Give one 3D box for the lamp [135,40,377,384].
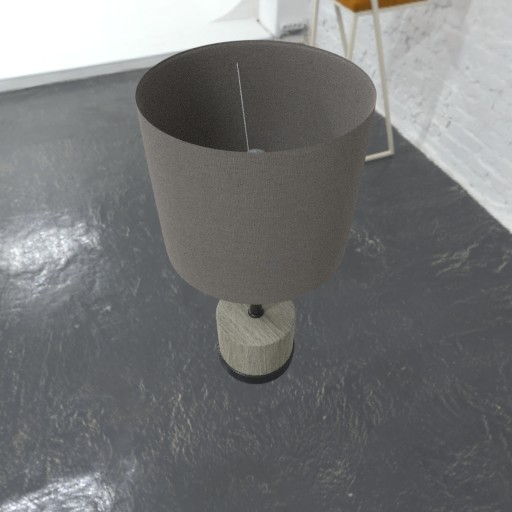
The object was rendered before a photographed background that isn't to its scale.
[{"bbox_3d":[0.000,0.000,0.593,0.229,0.470,0.229,-32,54,-27],"label":"lamp"}]
